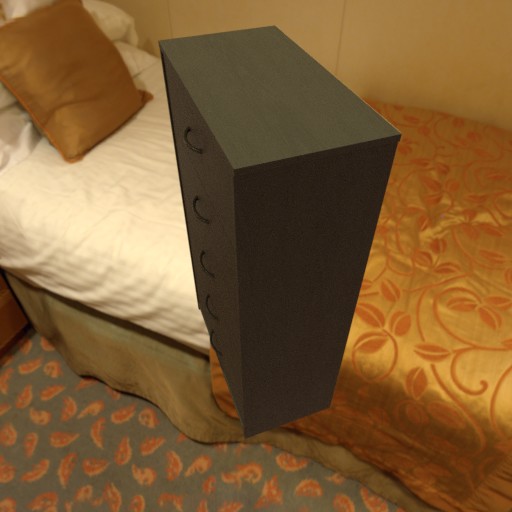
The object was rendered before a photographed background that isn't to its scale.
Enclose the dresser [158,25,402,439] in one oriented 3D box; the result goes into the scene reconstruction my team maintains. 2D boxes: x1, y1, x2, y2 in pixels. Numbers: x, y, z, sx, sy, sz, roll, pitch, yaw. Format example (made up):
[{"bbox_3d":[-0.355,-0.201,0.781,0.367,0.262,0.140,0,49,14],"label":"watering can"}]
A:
[{"bbox_3d":[0.000,0.000,1.557,0.399,1.255,0.704,-15,47,-14],"label":"dresser"}]
